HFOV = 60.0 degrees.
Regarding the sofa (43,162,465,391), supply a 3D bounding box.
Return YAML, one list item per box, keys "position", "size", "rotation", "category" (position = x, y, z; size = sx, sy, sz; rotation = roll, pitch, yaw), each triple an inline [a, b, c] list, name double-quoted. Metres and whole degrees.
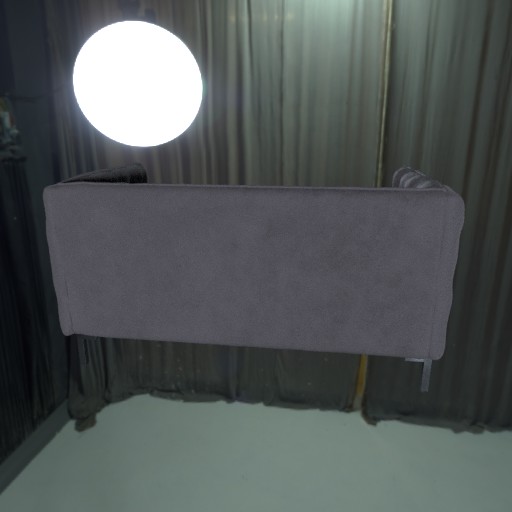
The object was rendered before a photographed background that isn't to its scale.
- position: [0.000, 0.000, 2.120]
  size: [1.583, 0.810, 0.909]
  rotation: [2, 17, 8]
  category: "sofa"
